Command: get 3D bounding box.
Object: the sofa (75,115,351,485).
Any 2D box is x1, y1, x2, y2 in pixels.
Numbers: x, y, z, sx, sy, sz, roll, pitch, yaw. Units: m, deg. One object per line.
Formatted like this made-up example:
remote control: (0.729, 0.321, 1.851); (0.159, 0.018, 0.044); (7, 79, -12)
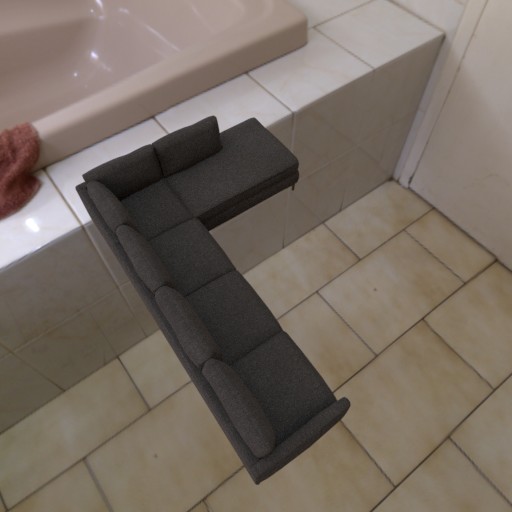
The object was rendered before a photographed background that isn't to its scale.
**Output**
sofa: (0.000, 0.000, 3.847); (2.007, 0.815, 2.949); (-30, 63, -18)
